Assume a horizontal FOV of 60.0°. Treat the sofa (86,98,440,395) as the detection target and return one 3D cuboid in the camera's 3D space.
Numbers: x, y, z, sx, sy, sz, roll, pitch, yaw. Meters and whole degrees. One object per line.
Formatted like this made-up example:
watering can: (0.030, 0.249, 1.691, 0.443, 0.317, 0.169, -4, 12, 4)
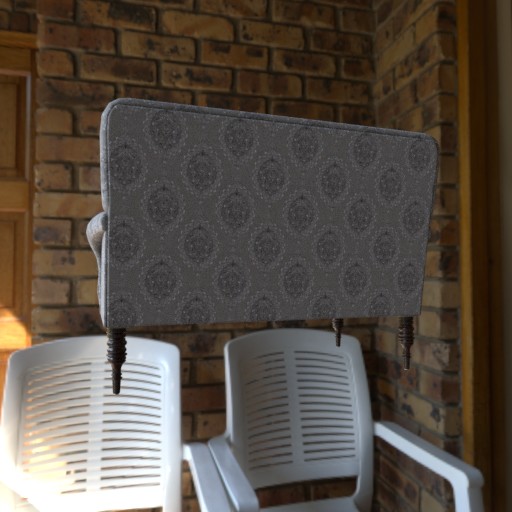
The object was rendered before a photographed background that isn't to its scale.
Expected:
sofa: (0.000, 0.000, 1.795, 1.297, 0.889, 0.779, 1, -2, -19)
